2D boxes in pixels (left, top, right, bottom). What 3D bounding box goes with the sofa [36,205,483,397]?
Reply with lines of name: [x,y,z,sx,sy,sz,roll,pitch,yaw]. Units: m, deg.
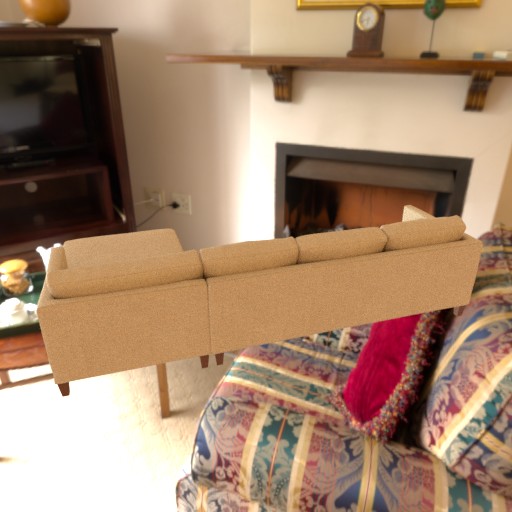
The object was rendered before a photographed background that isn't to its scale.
sofa: [0.000,0.000,3.776,3.186,0.846,1.625,-8,27,-16]
